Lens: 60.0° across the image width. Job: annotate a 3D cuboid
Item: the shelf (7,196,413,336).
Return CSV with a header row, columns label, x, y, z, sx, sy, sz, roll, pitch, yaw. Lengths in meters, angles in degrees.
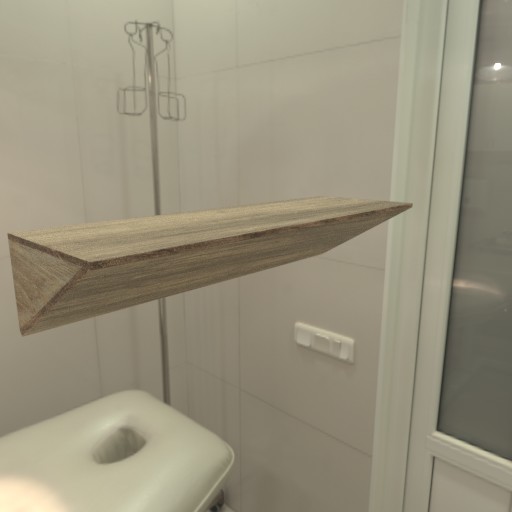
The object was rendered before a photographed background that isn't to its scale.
label,x,y,z,sx,sy,sz,roll,pitch,yaw
shelf,0.000,0.000,0.665,0.200,0.125,0.610,12,18,42
